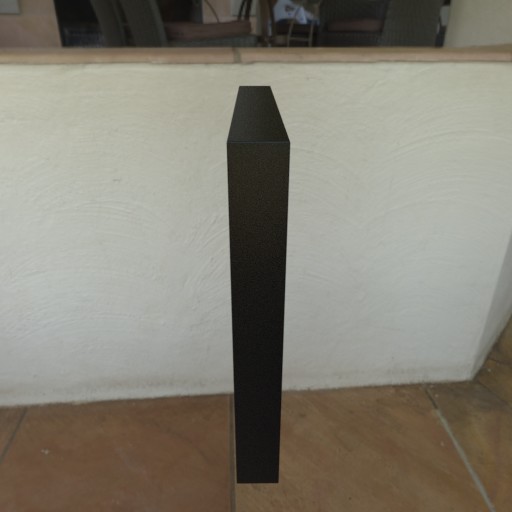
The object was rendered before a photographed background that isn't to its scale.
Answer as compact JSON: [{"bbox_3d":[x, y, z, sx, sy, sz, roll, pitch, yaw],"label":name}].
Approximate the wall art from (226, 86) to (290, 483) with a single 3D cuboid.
[{"bbox_3d":[0.000,0.000,0.457,0.037,0.299,0.299,0,27,0],"label":"wall art"}]
